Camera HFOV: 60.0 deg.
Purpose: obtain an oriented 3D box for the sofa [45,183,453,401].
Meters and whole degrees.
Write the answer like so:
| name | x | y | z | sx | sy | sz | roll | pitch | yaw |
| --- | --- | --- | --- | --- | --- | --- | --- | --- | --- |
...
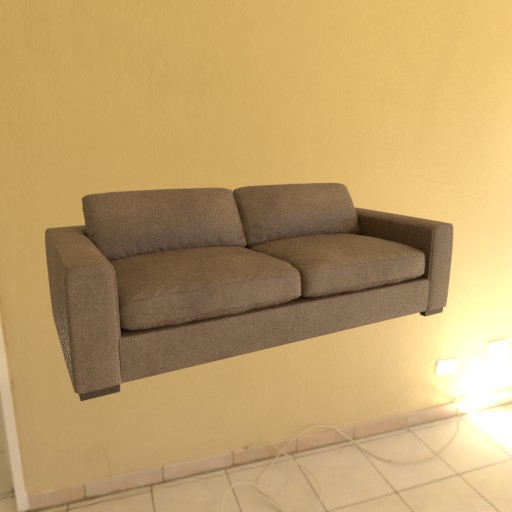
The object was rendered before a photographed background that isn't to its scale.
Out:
| name | x | y | z | sx | sy | sz | roll | pitch | yaw |
| --- | --- | --- | --- | --- | --- | --- | --- | --- | --- |
| sofa | 0.000 | 0.000 | 2.701 | 2.262 | 0.801 | 1.070 | -7 | 15 | -28 |
